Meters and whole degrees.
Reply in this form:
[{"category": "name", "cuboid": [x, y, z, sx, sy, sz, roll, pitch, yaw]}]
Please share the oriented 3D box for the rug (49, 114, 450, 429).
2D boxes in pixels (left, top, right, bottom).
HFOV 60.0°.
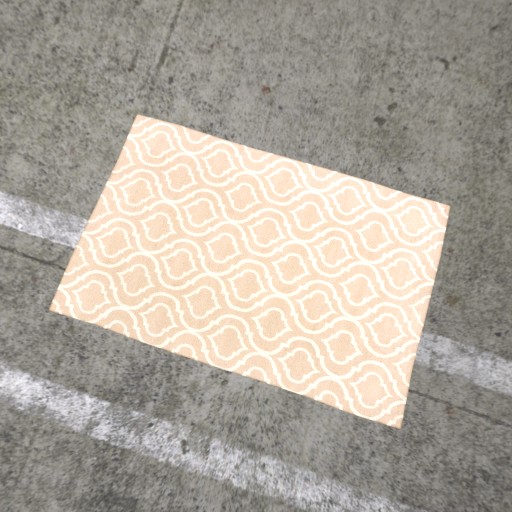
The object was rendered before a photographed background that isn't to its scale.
[{"category": "rug", "cuboid": [0.000, 0.000, 2.222, 1.761, 0.013, 1.152, 17, 75, 5]}]
